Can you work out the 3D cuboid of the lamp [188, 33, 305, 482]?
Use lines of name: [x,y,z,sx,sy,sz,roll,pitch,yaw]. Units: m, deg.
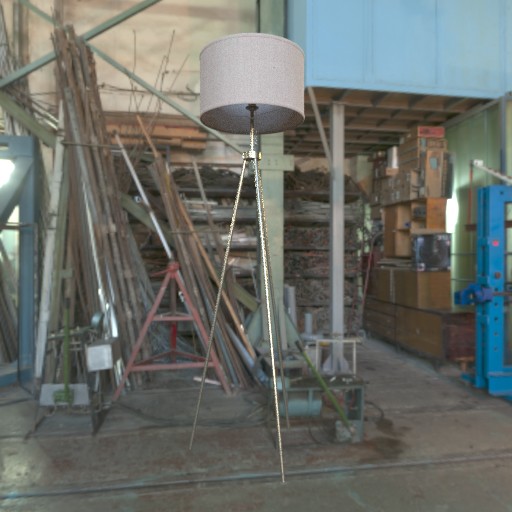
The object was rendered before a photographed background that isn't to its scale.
lamp: [0.000,0.000,1.758,0.449,1.545,0.460,0,0,35]
